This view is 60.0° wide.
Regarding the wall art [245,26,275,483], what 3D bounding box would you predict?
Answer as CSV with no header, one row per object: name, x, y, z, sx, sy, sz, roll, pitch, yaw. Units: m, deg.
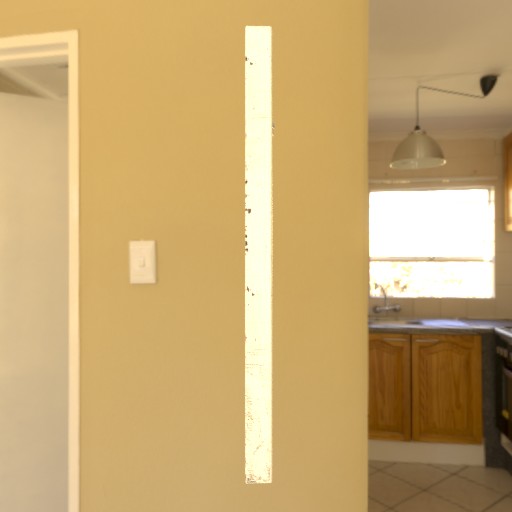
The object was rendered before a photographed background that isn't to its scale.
wall art,0.000,0.000,0.892,0.040,0.611,0.610,0,-1,-1
